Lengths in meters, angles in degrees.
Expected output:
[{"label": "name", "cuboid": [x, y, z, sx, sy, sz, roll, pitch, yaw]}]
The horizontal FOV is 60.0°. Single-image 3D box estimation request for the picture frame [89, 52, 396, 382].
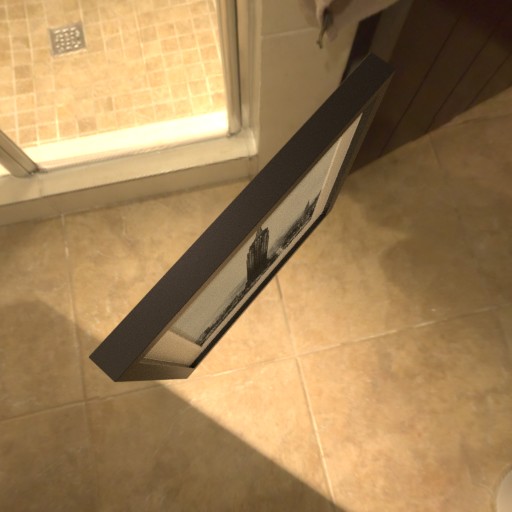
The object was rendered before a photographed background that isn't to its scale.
[{"label": "picture frame", "cuboid": [0.000, 0.000, 0.535, 0.029, 0.353, 0.355, 39, 78, 10]}]
